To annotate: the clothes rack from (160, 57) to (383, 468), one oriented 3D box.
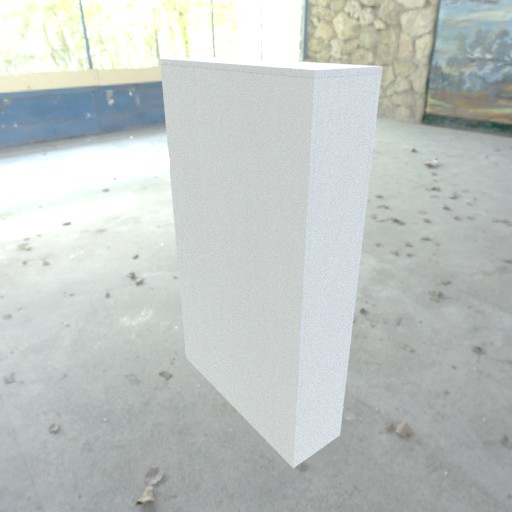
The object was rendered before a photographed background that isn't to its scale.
[{"bbox_3d":[0.000,0.000,1.594,0.250,1.280,0.750,-19,32,-33],"label":"clothes rack"}]
